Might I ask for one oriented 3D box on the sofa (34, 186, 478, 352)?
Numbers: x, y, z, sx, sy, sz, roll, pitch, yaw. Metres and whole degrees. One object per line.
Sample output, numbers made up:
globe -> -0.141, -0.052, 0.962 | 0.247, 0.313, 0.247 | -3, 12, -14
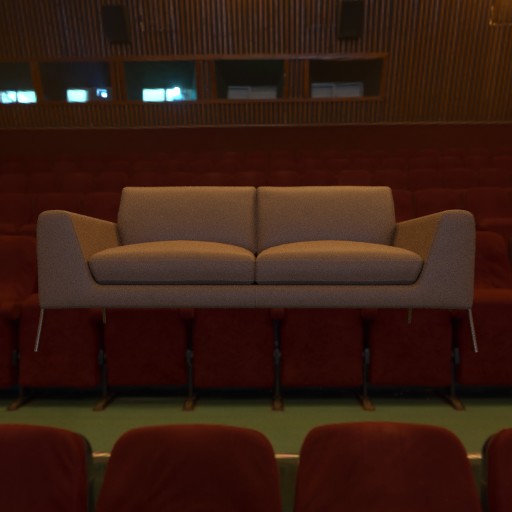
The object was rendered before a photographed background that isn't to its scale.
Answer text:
sofa -> 0.000, 0.000, 2.470 | 2.017, 0.875, 0.953 | 0, 0, 0
